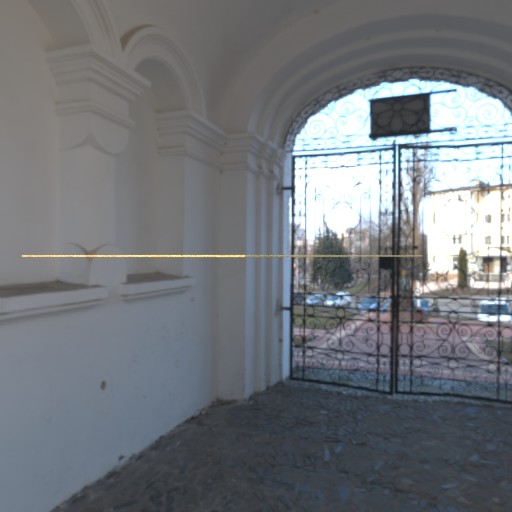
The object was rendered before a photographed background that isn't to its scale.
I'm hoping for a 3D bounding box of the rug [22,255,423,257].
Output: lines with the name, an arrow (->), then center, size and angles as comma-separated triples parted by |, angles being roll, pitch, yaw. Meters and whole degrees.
rug -> 0.000, 0.000, 2.917 | 1.524, 0.006, 2.286 | 0, 0, 35
